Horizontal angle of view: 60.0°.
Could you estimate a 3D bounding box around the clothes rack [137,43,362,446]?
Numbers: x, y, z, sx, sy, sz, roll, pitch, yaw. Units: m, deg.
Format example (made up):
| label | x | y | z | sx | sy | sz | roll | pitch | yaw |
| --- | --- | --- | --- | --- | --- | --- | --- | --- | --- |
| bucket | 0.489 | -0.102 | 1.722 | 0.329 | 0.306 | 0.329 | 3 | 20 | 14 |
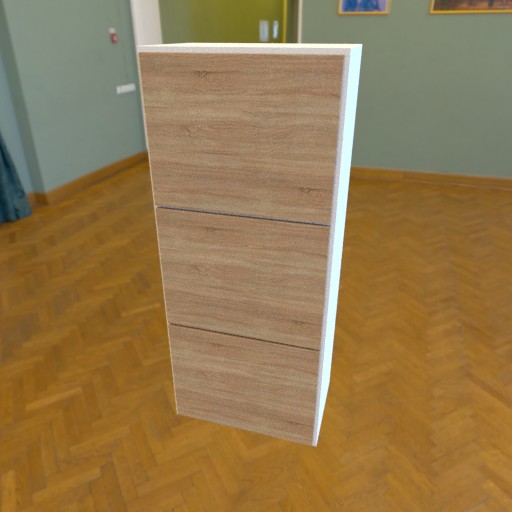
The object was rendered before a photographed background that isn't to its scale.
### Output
| label | x | y | z | sx | sy | sz | roll | pitch | yaw |
| --- | --- | --- | --- | --- | --- | --- | --- | --- | --- |
| clothes rack | 0.000 | 0.000 | 1.380 | 0.500 | 1.187 | 0.331 | 7 | 28 | 14 |
